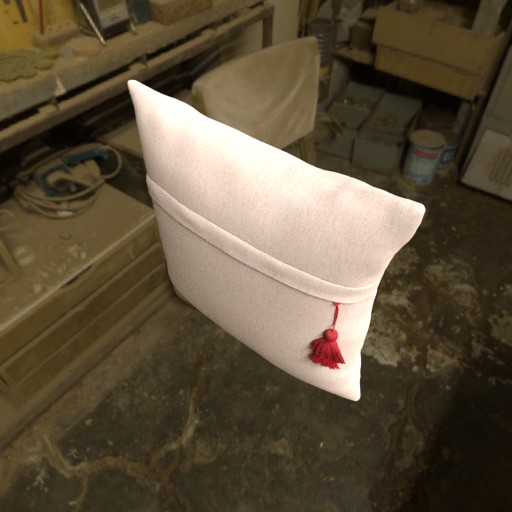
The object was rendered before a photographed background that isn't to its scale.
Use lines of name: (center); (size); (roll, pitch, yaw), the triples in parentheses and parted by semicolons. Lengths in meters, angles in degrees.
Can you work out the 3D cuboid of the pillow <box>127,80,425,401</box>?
pillow: (0.000, 0.000, 0.679); (0.433, 0.436, 0.173); (30, 54, 25)
